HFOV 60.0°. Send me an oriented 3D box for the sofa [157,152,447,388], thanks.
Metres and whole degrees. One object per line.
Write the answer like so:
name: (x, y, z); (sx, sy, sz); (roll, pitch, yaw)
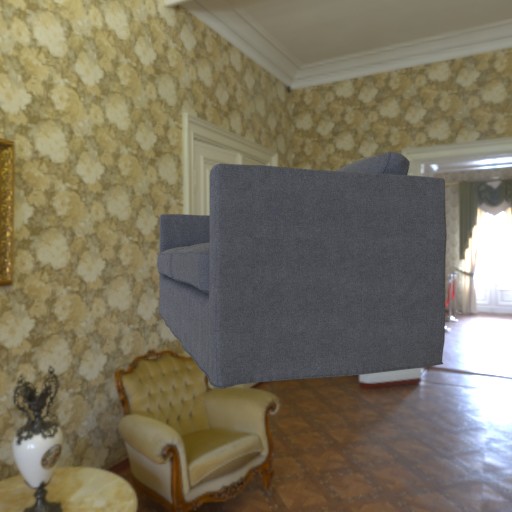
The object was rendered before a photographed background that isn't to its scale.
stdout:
sofa: (0.000, 0.000, 2.492); (0.953, 0.855, 1.982); (0, 0, -18)
